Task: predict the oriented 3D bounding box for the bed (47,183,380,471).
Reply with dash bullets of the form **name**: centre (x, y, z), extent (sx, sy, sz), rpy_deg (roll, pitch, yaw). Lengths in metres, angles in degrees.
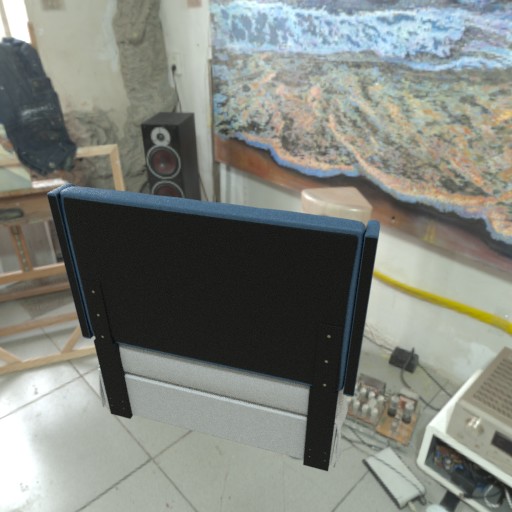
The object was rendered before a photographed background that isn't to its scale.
- **bed**: centre (0.000, 0.000, 3.372), extent (1.719, 1.665, 2.078), rpy_deg (9, 31, 14)
